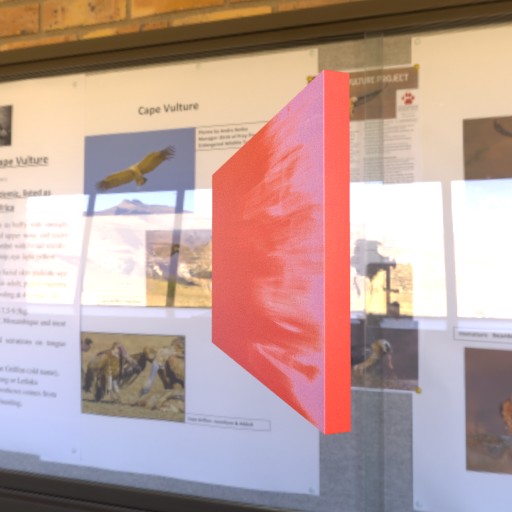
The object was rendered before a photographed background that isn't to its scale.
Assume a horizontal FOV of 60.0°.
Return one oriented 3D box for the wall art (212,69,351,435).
[{"bbox_3d":[0.000,0.000,0.785,0.033,0.405,0.607,0,-1,-17],"label":"wall art"}]
